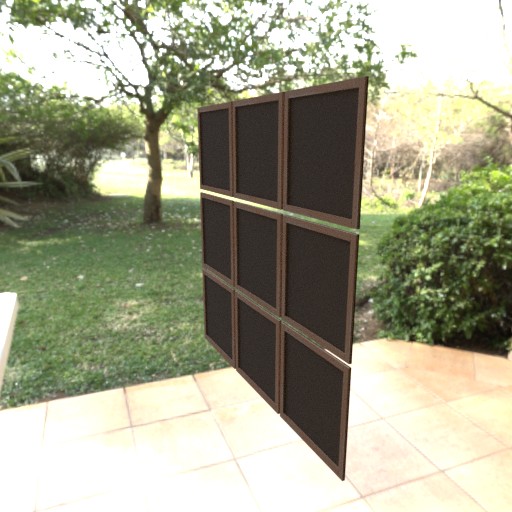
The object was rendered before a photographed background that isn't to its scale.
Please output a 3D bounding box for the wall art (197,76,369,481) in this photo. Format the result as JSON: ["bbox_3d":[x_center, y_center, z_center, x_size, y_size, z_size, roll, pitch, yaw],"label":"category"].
[{"bbox_3d":[0.000,0.000,2.247,0.013,1.525,1.520,-7,16,-27],"label":"wall art"}]
